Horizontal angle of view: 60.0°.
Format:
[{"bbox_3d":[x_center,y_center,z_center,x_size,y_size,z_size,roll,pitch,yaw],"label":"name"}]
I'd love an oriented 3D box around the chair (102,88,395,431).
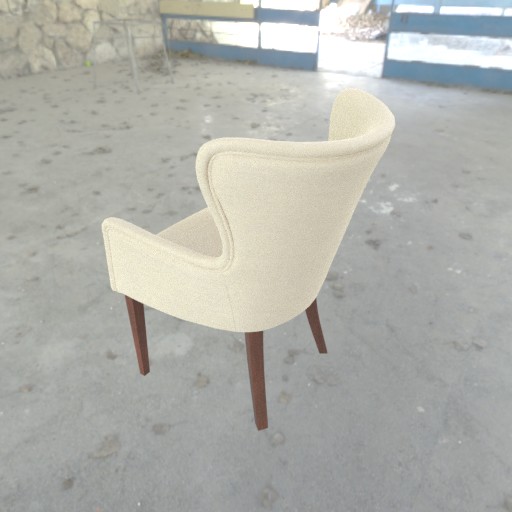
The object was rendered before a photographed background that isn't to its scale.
[{"bbox_3d":[0.000,0.000,1.465,0.744,0.990,0.696,20,37,29],"label":"chair"}]
